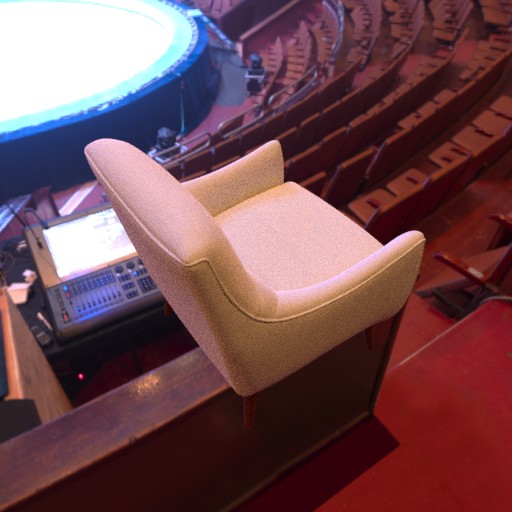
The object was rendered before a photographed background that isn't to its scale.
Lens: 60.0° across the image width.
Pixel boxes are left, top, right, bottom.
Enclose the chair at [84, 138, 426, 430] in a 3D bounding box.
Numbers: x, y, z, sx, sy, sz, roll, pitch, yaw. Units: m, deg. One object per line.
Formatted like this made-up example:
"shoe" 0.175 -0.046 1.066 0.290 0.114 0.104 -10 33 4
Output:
"chair" 0.000 0.000 1.463 0.787 0.838 0.762 -25 47 -25
